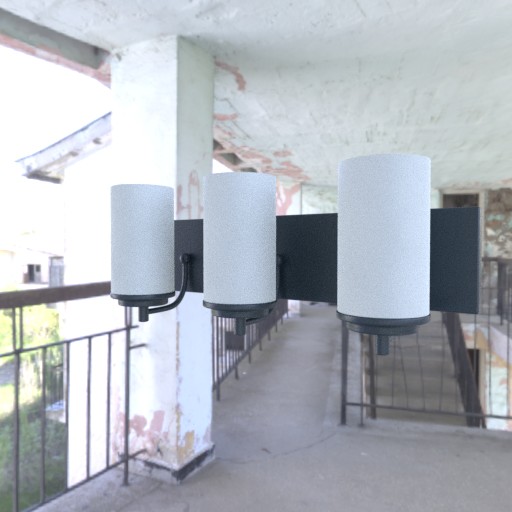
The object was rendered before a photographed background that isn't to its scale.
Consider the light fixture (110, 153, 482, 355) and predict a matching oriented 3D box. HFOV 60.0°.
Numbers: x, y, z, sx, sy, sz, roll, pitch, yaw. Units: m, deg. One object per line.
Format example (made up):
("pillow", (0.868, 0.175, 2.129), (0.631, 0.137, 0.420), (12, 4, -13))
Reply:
("light fixture", (0.000, 0.000, 0.513), (0.451, 0.172, 0.145), (1, 2, 34))
